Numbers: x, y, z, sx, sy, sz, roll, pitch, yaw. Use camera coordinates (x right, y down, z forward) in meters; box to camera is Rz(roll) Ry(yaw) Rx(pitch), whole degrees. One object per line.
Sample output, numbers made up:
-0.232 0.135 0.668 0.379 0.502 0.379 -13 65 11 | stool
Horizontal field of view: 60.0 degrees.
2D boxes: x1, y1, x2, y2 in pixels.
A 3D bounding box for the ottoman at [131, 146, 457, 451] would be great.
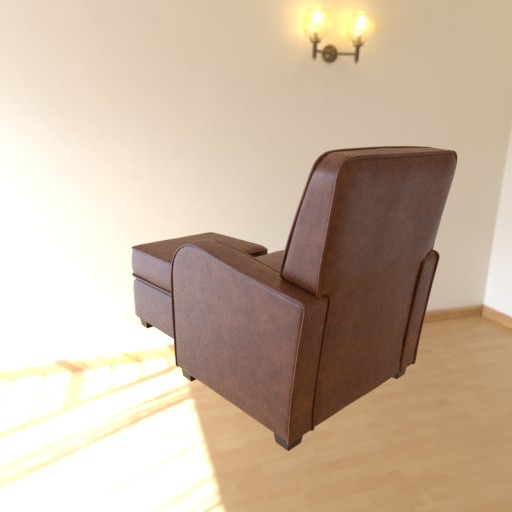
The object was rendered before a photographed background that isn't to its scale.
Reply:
0.000 0.000 1.831 0.732 0.904 1.314 -14 21 -40 | ottoman
